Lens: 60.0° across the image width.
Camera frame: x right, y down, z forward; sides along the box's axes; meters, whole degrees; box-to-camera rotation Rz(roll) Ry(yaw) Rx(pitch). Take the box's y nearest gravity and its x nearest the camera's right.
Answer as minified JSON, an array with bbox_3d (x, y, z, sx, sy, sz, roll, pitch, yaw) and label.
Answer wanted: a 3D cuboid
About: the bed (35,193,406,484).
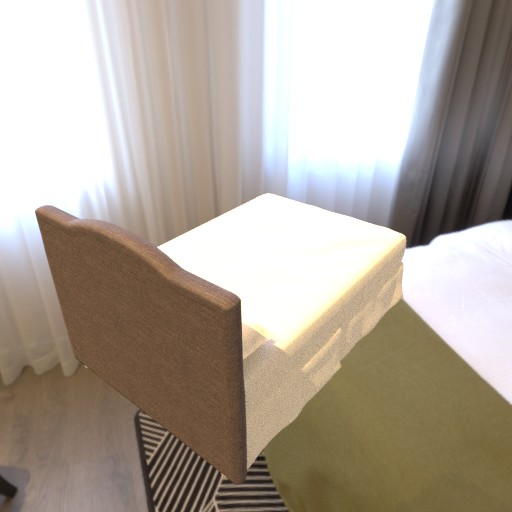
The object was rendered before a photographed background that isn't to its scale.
[{"bbox_3d":[0.000,0.000,3.549,1.741,1.441,2.507,22,37,33],"label":"bed"}]
